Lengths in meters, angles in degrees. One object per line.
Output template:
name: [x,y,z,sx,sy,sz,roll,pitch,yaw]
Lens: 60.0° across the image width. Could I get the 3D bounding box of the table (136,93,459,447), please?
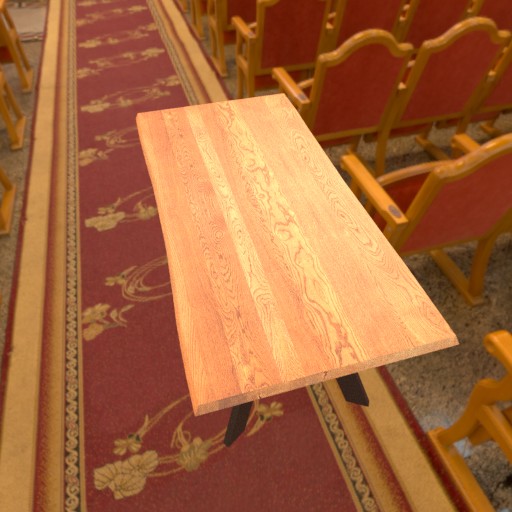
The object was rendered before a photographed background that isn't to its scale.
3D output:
table: [0.000,0.000,2.243,0.900,0.770,1.800,-12,47,-11]
